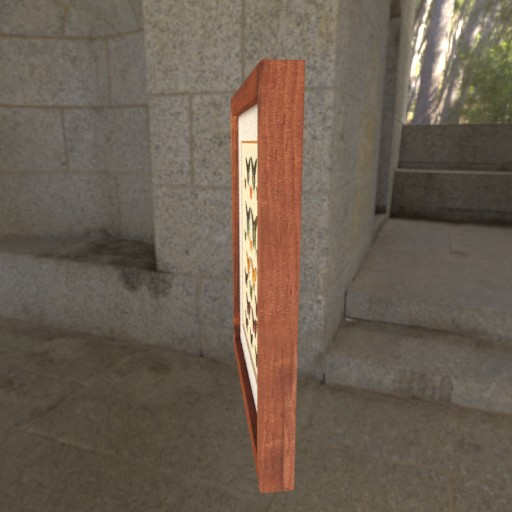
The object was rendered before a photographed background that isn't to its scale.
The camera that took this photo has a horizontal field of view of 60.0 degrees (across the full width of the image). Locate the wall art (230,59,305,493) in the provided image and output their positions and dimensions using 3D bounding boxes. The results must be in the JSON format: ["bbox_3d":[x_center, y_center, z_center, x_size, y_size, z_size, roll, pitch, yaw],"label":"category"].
[{"bbox_3d":[0.000,0.000,0.623,0.039,0.449,0.377,-2,15,-7],"label":"wall art"}]
